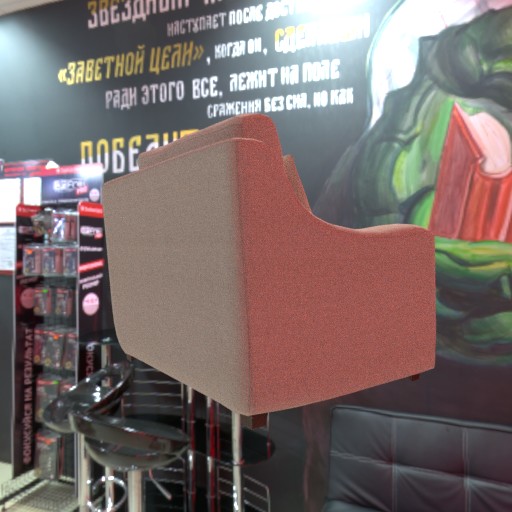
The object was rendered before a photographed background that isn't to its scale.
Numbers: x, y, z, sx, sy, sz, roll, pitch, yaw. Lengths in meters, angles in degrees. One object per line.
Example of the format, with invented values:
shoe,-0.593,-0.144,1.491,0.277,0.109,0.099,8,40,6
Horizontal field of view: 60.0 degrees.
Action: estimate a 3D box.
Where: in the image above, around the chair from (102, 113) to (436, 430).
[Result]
chair,0.000,0.000,1.965,1.009,1.016,1.178,-1,2,-36
